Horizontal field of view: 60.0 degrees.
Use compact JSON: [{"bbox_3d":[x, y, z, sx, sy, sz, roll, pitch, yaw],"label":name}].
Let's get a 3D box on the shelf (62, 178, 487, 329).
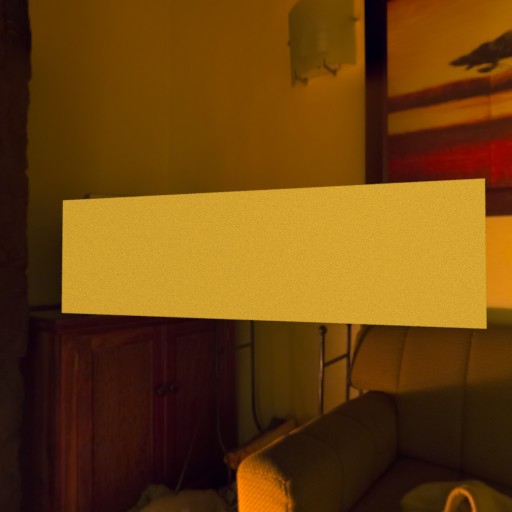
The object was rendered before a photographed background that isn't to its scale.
[{"bbox_3d":[0.000,0.000,1.129,1.020,0.300,0.200,0,-1,17],"label":"shelf"}]
